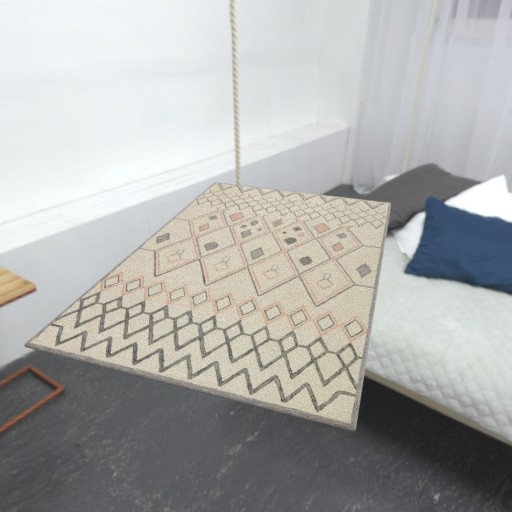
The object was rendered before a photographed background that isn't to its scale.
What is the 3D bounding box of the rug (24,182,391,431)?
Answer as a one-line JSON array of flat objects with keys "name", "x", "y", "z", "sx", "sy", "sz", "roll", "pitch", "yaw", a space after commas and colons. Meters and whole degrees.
[{"name": "rug", "x": 0.000, "y": 0.000, "z": 2.238, "sx": 1.219, "sy": 0.016, "sz": 1.829, "roll": 9, "pitch": 31, "yaw": 16}]
